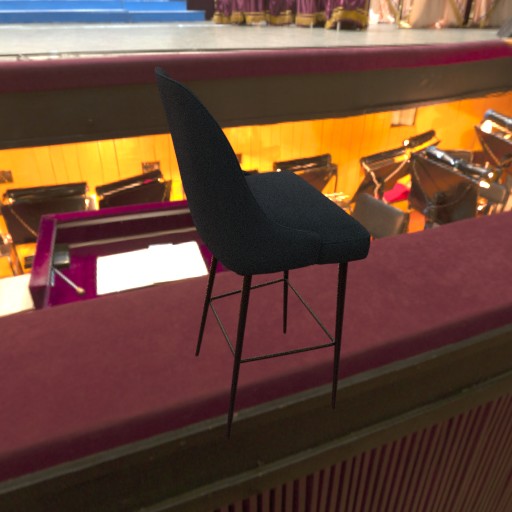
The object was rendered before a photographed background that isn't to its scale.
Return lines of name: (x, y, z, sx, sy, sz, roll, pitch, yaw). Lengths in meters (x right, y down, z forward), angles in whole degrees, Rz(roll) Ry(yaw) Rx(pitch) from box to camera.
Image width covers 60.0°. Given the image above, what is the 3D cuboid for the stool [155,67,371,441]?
stool: (0.000, 0.000, 1.366, 0.489, 1.079, 0.527, -11, 32, -17)
